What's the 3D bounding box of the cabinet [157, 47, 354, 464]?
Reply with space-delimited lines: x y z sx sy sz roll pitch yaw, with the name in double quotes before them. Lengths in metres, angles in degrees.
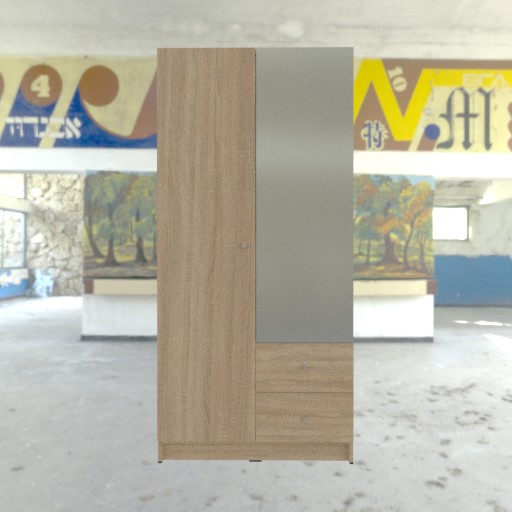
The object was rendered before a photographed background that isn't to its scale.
"cabinet" 0.000 0.000 2.533 1.001 2.121 0.590 0 0 1
